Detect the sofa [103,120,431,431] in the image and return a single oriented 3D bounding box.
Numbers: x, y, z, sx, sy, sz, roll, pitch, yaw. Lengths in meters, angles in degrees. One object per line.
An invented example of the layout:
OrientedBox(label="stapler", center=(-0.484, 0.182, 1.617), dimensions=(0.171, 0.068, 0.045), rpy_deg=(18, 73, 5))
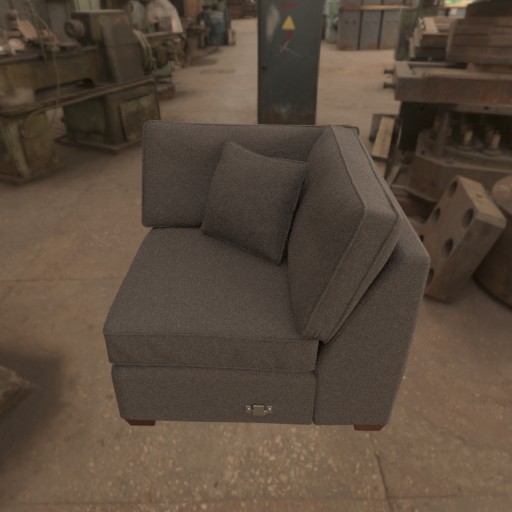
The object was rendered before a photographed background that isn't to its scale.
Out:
OrientedBox(label="sofa", center=(0.000, 0.000, 1.941), dimensions=(1.084, 1.002, 1.146), rpy_deg=(1, 31, 1))
